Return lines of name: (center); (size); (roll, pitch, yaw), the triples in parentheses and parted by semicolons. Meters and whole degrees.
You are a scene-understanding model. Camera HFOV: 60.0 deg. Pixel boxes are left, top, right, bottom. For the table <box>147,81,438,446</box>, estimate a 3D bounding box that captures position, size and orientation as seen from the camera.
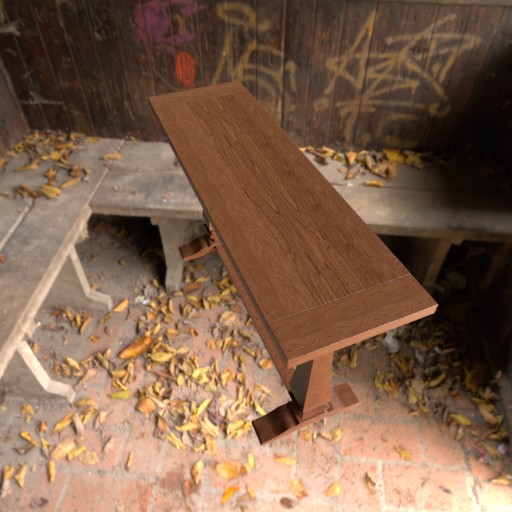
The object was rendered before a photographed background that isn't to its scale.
table: (0.000, 0.000, 1.910); (0.461, 0.852, 1.478); (-17, 48, -16)
